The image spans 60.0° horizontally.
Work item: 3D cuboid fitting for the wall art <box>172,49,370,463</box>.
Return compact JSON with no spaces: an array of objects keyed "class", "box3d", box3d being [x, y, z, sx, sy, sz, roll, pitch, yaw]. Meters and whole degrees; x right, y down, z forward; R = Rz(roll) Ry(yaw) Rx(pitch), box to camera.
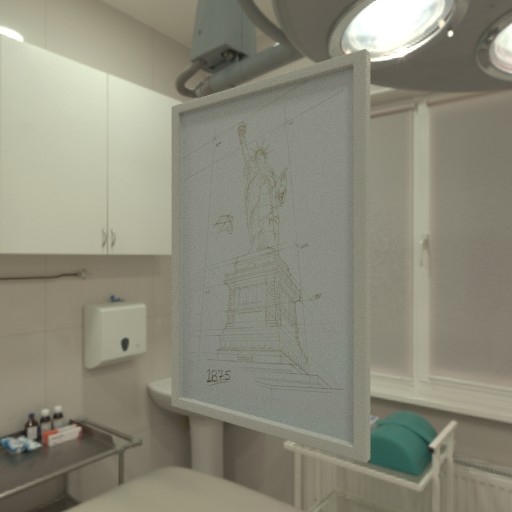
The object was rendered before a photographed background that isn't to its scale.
[{"class":"wall art","box3d":[0.000,0.000,1.519,0.808,1.183,0.038,0,0,37]}]
